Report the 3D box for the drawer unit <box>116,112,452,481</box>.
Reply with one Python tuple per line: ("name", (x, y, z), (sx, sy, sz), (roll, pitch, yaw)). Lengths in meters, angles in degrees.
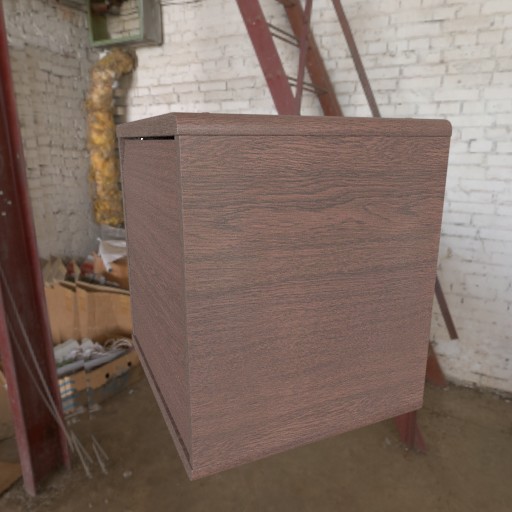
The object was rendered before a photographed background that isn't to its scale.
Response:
("drawer unit", (0.000, 0.000, 0.591), (0.290, 0.344, 0.344), (-7, 16, -24))
